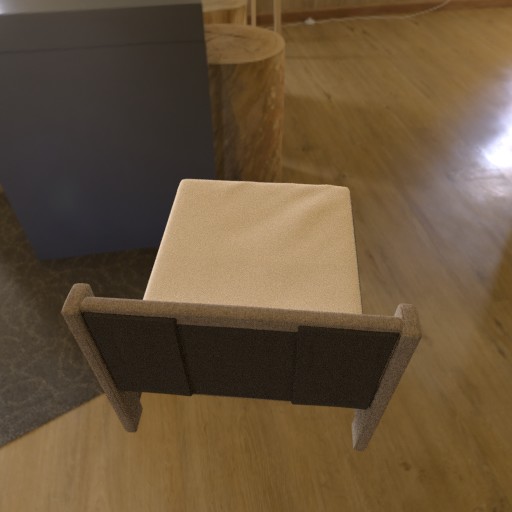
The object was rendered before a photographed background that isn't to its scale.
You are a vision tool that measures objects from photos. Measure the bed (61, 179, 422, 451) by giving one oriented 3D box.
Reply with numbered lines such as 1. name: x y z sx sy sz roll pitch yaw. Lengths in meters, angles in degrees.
1. bed: 0.000 0.000 3.366 1.714 1.476 2.245 3 47 3
